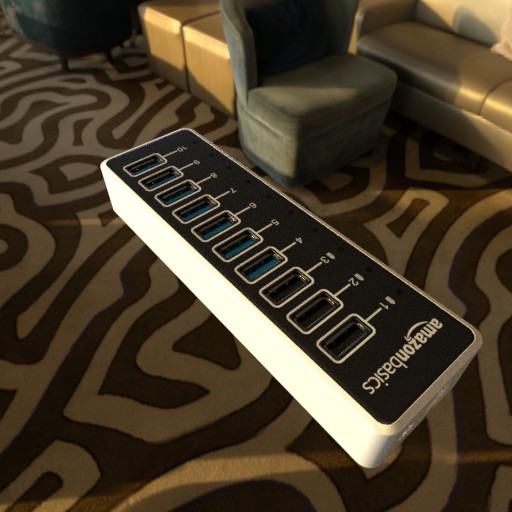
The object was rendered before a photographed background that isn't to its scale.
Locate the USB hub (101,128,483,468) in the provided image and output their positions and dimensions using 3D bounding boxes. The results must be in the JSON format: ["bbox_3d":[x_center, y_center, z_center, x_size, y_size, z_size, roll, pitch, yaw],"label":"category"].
[{"bbox_3d":[0.000,0.000,0.157,0.044,0.023,0.145,-32,54,-26],"label":"USB hub"}]
